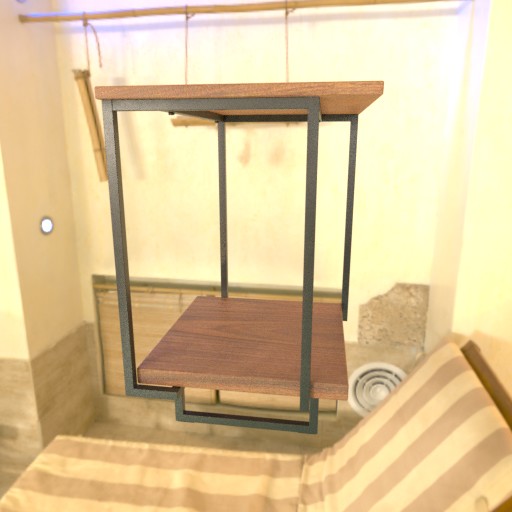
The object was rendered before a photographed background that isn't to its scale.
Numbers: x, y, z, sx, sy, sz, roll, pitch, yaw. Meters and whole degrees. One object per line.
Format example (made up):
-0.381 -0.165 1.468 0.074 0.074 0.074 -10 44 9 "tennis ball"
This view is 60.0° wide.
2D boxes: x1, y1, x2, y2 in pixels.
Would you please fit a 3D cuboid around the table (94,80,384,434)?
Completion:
0.000 0.000 0.843 0.384 0.567 0.411 2 15 8 "table"
